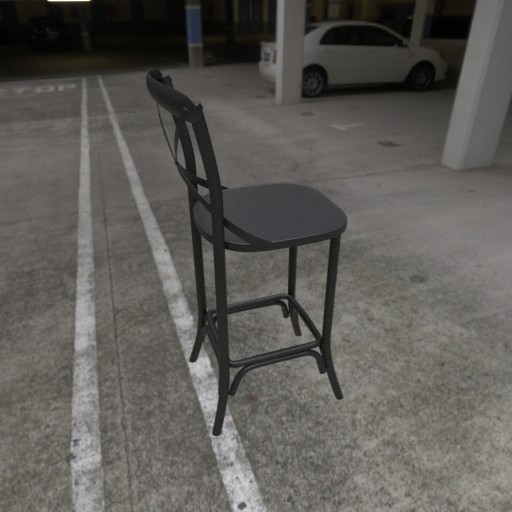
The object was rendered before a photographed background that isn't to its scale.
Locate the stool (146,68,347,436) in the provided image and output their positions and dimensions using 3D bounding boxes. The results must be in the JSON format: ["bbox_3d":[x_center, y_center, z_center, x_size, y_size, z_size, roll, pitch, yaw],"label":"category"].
[{"bbox_3d":[0.000,0.000,1.496,0.584,1.168,0.457,-10,32,-17],"label":"stool"}]
